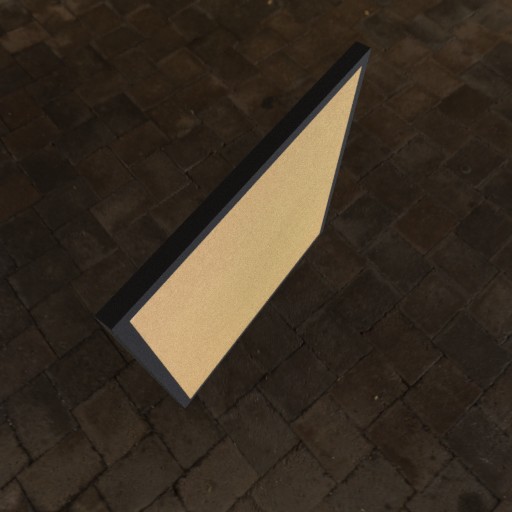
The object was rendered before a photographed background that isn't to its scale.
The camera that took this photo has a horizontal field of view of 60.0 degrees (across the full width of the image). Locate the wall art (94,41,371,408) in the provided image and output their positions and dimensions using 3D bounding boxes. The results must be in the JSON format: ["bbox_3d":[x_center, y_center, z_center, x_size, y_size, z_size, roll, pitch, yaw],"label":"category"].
[{"bbox_3d":[0.000,0.000,1.132,0.037,0.760,0.762,33,68,16],"label":"wall art"}]
